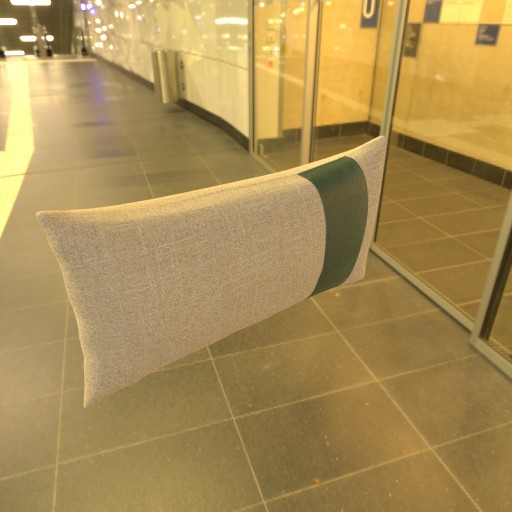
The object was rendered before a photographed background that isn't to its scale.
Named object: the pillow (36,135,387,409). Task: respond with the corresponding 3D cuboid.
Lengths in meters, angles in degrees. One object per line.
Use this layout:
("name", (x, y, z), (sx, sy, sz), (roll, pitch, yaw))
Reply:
("pillow", (0.000, 0.000, 1.016), (0.859, 0.429, 0.197), (-20, 34, -33))
